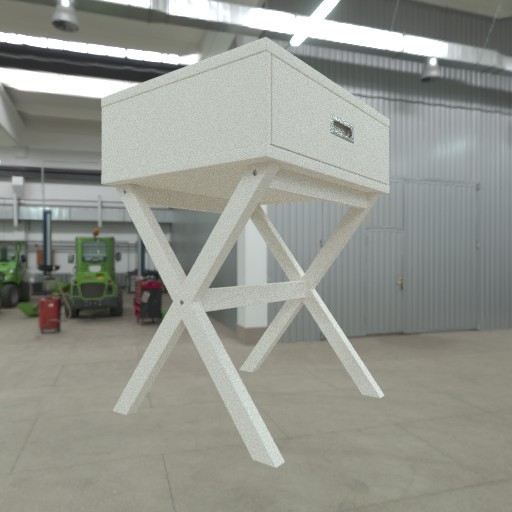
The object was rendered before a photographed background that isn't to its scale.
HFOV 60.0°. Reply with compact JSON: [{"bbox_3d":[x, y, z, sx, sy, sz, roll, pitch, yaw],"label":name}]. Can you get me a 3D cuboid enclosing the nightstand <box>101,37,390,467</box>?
[{"bbox_3d":[0.000,0.000,0.940,0.402,0.623,0.479,0,0,37],"label":"nightstand"}]
